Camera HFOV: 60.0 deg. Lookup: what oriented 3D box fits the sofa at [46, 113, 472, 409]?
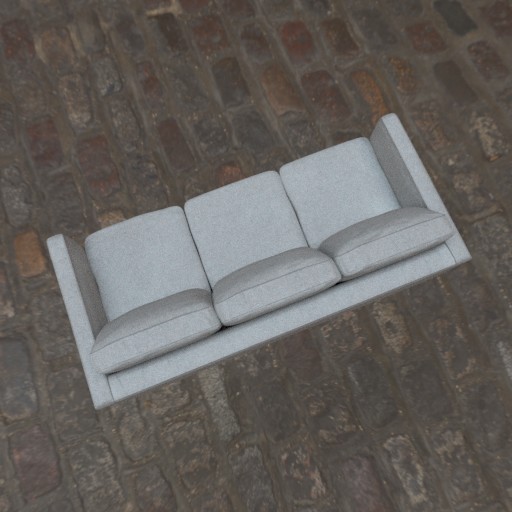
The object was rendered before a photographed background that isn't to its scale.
[{"bbox_3d":[0.000,0.000,2.496,1.983,0.918,0.944,-21,77,-5],"label":"sofa"}]
